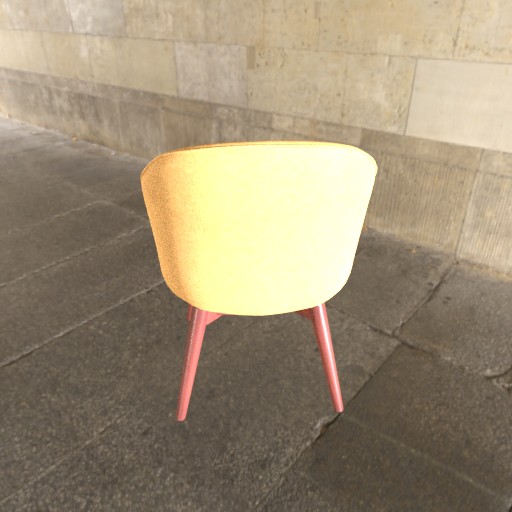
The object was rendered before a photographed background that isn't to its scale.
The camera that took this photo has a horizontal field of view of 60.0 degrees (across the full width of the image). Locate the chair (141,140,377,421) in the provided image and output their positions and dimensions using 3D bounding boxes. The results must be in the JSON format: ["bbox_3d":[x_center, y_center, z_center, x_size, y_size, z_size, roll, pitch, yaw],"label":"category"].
[{"bbox_3d":[0.000,0.000,1.275,0.596,0.823,0.635,-2,30,-3],"label":"chair"}]
